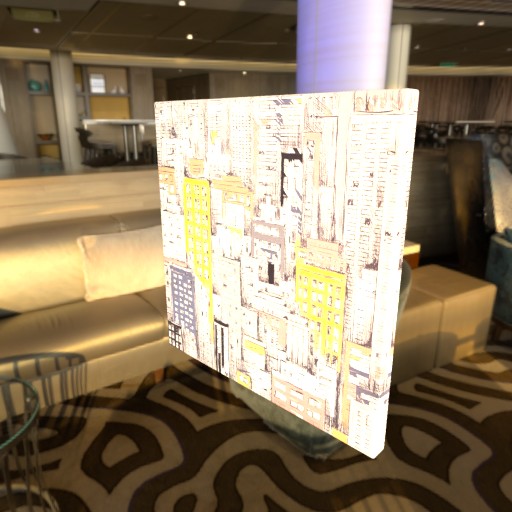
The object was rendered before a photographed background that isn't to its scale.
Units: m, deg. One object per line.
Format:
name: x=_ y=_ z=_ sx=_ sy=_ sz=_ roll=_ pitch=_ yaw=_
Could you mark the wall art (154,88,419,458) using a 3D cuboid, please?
wall art: x=0.000 y=0.000 z=0.900 sx=0.607 sy=0.608 sz=0.038 roll=16 pitch=23 yaw=42
